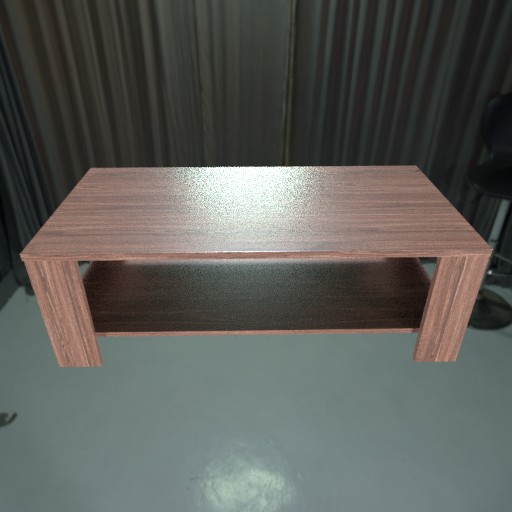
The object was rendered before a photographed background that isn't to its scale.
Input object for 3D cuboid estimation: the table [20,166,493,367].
[{"bbox_3d":[0.000,0.000,1.485,1.200,0.400,0.600,-1,32,-1],"label":"table"}]
